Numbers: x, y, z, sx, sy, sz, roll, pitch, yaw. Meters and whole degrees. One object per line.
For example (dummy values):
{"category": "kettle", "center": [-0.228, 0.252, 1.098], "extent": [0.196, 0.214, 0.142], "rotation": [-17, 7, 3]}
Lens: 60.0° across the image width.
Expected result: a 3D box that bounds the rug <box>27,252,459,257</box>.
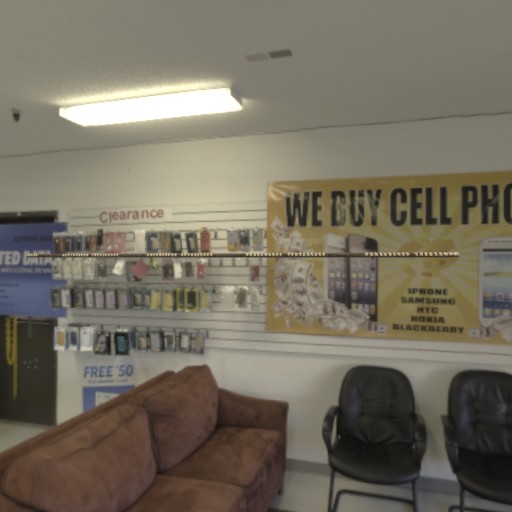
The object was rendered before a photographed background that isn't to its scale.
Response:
{"category": "rug", "center": [0.000, 0.000, 2.300], "extent": [1.833, 0.016, 1.210], "rotation": [0, 0, 20]}
